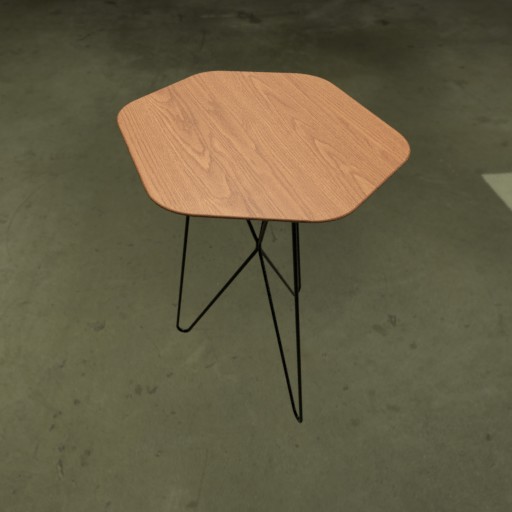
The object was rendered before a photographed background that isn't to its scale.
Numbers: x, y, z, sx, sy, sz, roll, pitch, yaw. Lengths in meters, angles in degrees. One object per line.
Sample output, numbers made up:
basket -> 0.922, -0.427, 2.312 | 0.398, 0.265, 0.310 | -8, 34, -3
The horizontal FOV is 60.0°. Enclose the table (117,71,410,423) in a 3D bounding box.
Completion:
table -> 0.000, 0.000, 0.896 | 0.400, 0.562, 0.500 | -16, 46, -17
